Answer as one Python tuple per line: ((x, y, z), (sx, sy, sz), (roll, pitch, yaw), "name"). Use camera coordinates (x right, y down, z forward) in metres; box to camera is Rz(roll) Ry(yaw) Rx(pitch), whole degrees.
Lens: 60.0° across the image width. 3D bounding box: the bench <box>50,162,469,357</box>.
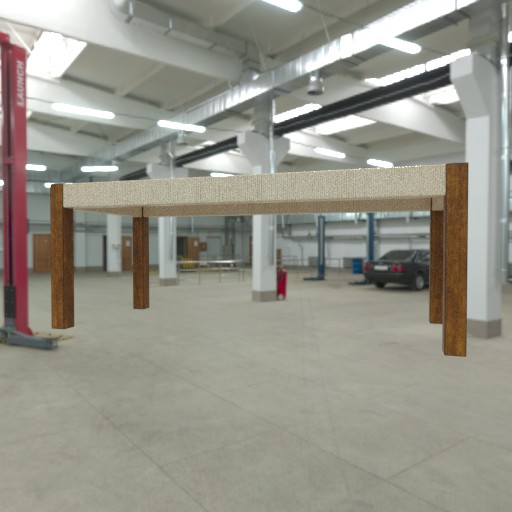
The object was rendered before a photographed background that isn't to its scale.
((0.000, 0.000, 1.460), (1.198, 0.457, 0.507), (0, 1, 17), "bench")
